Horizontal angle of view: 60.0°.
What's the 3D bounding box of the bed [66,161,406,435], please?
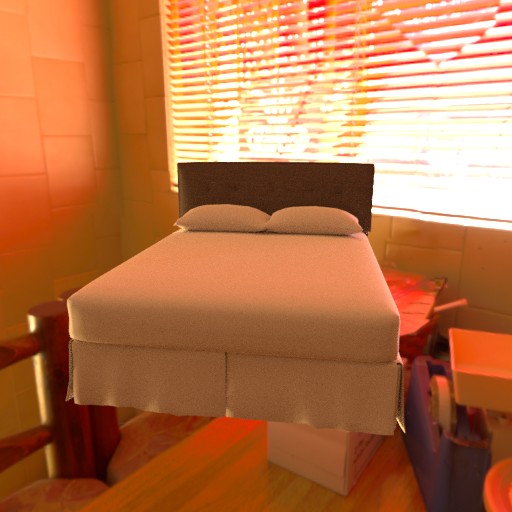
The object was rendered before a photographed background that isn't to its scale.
[{"bbox_3d":[0.000,0.000,2.792,1.610,1.089,1.894,2,15,8],"label":"bed"}]
